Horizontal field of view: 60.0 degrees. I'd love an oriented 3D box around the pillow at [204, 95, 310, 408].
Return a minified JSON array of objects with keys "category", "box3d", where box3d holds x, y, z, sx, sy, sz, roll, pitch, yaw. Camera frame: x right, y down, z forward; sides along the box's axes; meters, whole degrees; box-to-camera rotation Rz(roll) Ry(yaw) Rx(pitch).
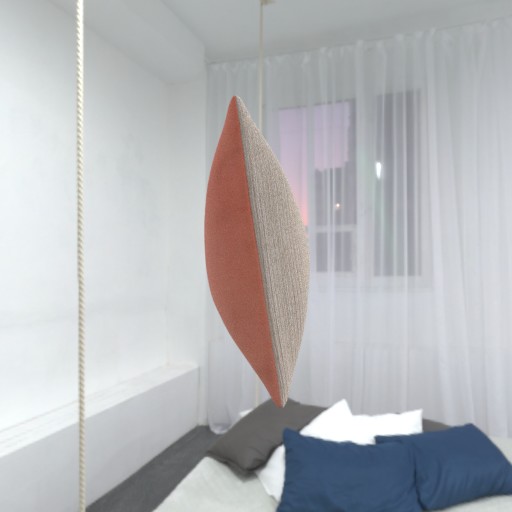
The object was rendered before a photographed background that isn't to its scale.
[{"category":"pillow","box3d":[0.000,0.000,0.735,0.155,0.307,0.608,0,-1,-1]}]
